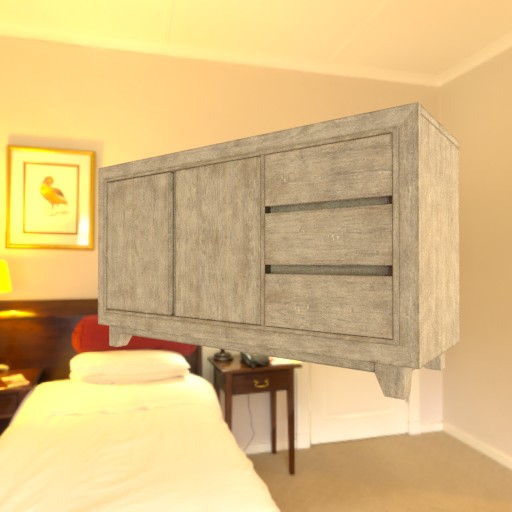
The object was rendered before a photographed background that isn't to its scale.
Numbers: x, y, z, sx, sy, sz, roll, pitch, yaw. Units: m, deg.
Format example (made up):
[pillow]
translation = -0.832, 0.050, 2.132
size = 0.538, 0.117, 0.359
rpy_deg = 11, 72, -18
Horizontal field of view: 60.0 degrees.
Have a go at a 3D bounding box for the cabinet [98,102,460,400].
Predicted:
[cabinet]
translation = 0.000, 0.000, 1.834
size = 1.460, 0.825, 0.511
rpy_deg = 0, -1, 36
